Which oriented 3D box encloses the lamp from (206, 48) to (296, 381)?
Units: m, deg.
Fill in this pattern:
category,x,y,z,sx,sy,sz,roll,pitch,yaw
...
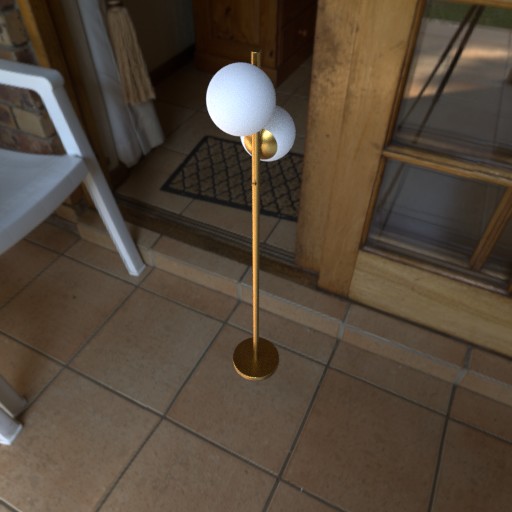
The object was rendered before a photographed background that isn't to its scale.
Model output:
category,x,y,z,sx,sy,sz,roll,pitch,yaw
lamp,0.000,0.000,1.808,0.249,1.641,0.419,15,48,14
